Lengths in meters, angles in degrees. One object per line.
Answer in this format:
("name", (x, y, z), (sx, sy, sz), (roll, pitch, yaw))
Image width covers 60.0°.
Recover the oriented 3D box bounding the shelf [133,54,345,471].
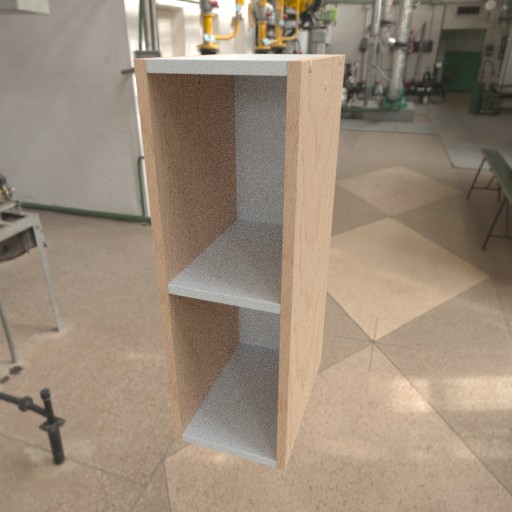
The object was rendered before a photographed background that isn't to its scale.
("shelf", (0.000, 0.000, 0.730), (0.200, 0.600, 0.290), (8, 27, 17))
